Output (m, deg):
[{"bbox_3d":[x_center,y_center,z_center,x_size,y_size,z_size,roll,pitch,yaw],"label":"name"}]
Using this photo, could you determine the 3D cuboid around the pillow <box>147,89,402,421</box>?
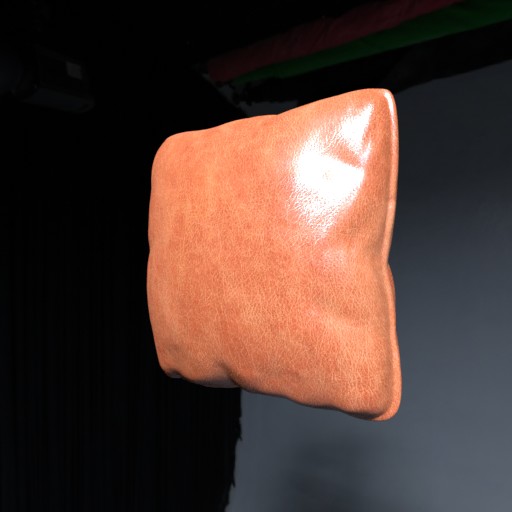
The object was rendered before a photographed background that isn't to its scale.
[{"bbox_3d":[0.000,0.000,0.815,0.532,0.523,0.236,0,0,37],"label":"pillow"}]
